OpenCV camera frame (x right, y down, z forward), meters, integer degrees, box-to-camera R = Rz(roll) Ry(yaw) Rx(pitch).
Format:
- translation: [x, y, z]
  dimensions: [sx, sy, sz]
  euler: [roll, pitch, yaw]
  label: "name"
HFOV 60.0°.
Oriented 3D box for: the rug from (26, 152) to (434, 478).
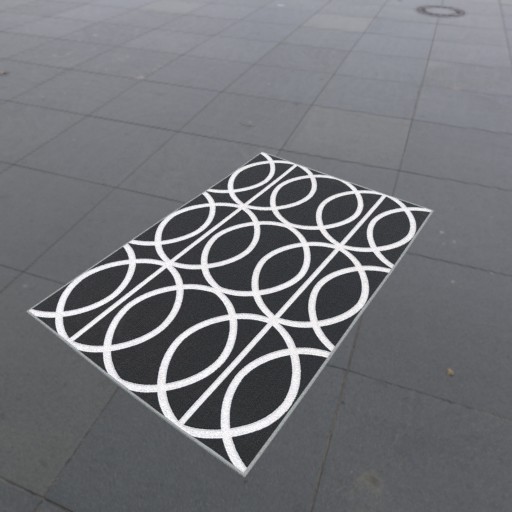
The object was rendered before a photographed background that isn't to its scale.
- translation: [0.000, 0.000, 2.816]
  dimensions: [1.526, 0.014, 2.290]
  euler: [25, 47, 26]
  label: "rug"
